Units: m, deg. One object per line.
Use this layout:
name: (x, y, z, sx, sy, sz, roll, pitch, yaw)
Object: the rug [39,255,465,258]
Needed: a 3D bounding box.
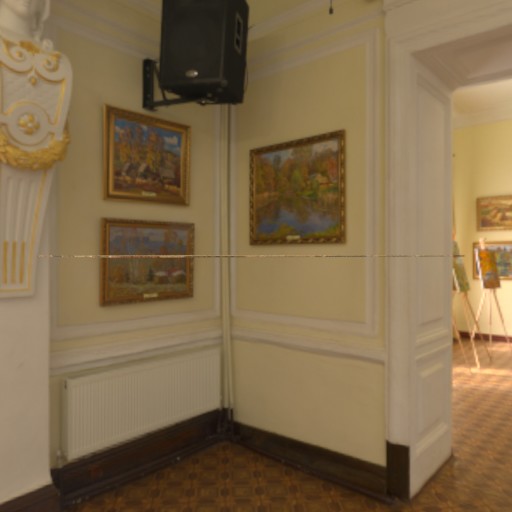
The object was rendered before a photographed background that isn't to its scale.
rug: (0.000, 0.000, 2.855, 2.284, 0.006, 1.521, 0, 0, -36)
